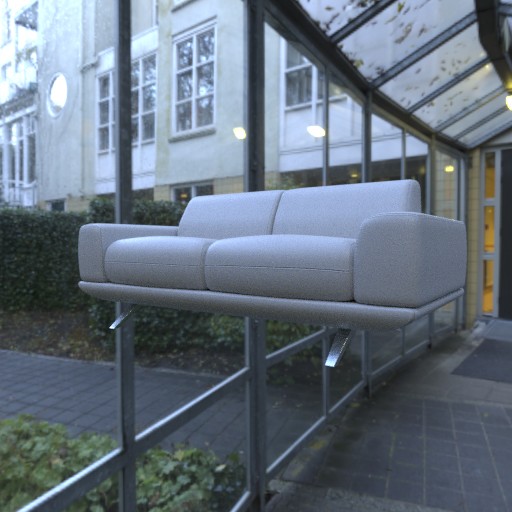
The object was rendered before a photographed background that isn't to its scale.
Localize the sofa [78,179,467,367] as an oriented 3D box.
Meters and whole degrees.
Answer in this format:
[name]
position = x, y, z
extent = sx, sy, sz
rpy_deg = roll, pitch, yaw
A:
[sofa]
position = 0.000, 0.000, 2.337
extent = 1.901, 0.772, 0.900
rpy_deg = 1, 2, 35
